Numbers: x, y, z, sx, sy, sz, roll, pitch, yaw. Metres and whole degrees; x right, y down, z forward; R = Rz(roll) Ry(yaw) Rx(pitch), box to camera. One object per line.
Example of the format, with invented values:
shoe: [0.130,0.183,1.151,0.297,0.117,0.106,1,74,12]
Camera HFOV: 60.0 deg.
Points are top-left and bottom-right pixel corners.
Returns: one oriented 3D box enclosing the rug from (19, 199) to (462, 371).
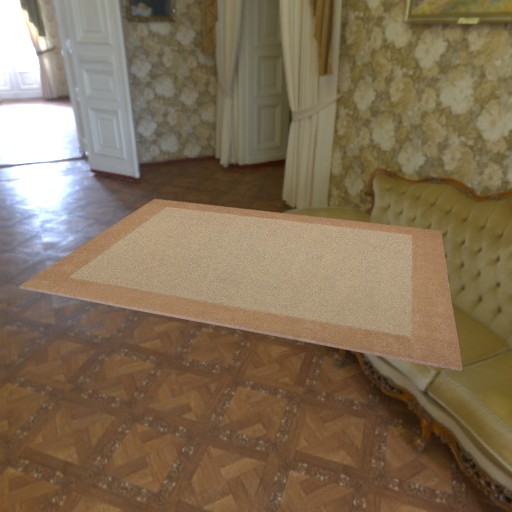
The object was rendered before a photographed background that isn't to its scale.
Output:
rug: [0.000,0.000,2.248,1.829,0.014,1.219,8,28,15]
